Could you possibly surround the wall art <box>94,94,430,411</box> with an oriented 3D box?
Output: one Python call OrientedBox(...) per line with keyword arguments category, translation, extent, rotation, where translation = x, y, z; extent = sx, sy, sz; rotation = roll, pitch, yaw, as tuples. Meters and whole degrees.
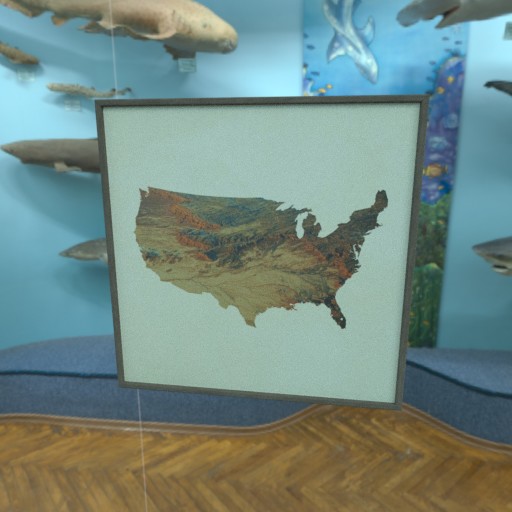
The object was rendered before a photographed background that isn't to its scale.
OrientedBox(category="wall art", translation=(0.000, 0.000, 0.450), extent=(0.303, 0.302, 0.038), rotation=(2, 14, 8))
